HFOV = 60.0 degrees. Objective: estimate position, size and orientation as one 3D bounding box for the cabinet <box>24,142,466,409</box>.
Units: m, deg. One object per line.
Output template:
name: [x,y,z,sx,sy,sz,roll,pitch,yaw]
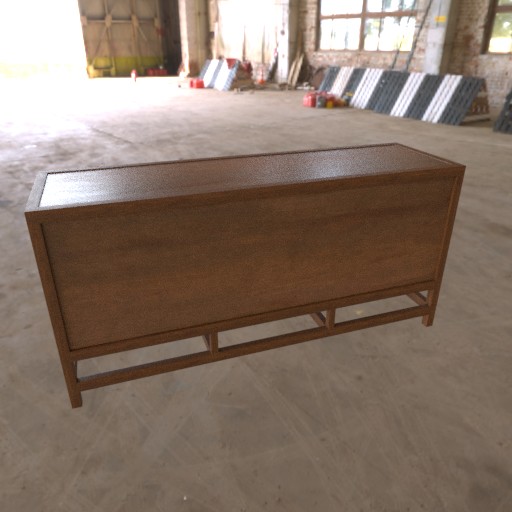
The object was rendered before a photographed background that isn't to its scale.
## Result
cabinet: [0.000,0.000,2.030,1.708,0.820,0.522,-9,27,-17]
